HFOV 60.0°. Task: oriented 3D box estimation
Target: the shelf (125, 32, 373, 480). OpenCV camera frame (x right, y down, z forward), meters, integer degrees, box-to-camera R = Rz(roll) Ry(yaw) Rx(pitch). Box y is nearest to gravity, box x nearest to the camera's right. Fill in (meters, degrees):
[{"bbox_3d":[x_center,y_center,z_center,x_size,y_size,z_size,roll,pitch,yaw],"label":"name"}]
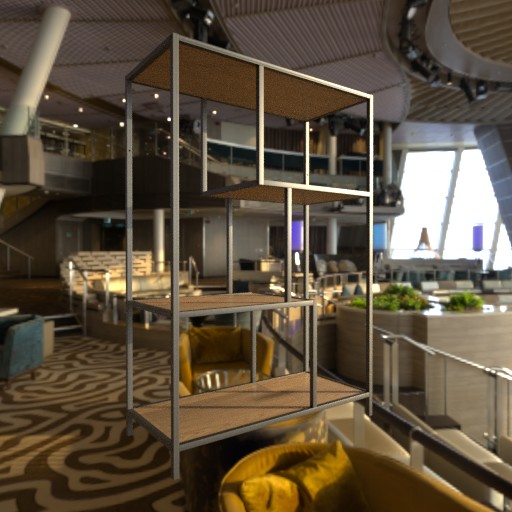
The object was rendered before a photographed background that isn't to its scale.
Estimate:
[{"bbox_3d":[0.000,0.000,1.492,0.770,1.138,0.350,0,1,-36],"label":"shelf"}]
